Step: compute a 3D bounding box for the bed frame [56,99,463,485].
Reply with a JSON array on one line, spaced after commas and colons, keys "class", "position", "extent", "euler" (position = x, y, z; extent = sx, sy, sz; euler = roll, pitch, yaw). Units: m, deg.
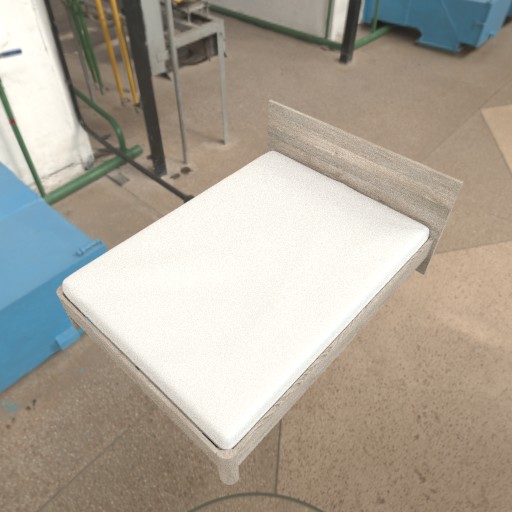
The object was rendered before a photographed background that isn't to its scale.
[{"class": "bed frame", "position": [0.000, 0.000, 2.722], "extent": [1.490, 0.800, 1.950], "euler": [33, 55, 28]}]
